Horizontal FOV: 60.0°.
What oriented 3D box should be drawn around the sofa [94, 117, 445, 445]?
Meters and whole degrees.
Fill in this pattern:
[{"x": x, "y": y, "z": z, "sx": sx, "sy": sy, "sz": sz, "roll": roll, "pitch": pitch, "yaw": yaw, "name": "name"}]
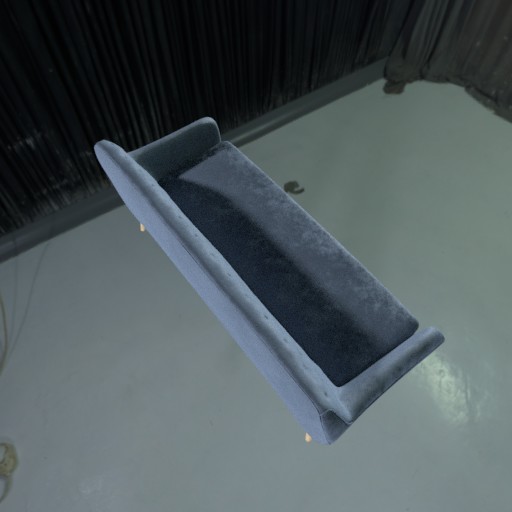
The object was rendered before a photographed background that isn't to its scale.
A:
[{"x": 0.000, "y": 0.000, "z": 2.483, "sx": 0.841, "sy": 0.832, "sz": 1.975, "roll": -33, "pitch": 63, "yaw": -19, "name": "sofa"}]
